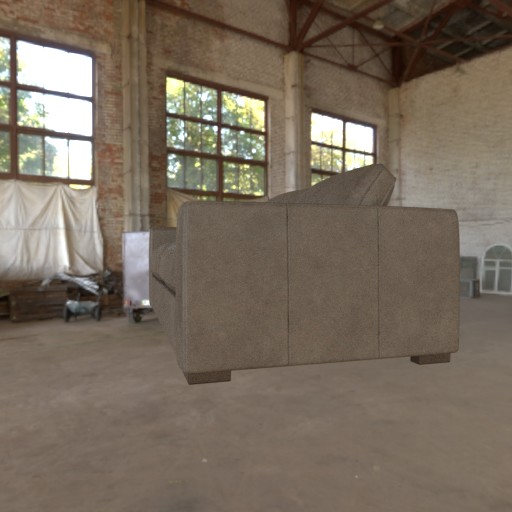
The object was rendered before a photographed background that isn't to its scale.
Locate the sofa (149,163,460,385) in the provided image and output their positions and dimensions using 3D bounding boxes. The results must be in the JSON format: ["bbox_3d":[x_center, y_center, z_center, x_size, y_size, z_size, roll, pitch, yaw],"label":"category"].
[{"bbox_3d":[0.000,0.000,2.428,1.070,0.800,1.920,0,1,-17],"label":"sofa"}]
